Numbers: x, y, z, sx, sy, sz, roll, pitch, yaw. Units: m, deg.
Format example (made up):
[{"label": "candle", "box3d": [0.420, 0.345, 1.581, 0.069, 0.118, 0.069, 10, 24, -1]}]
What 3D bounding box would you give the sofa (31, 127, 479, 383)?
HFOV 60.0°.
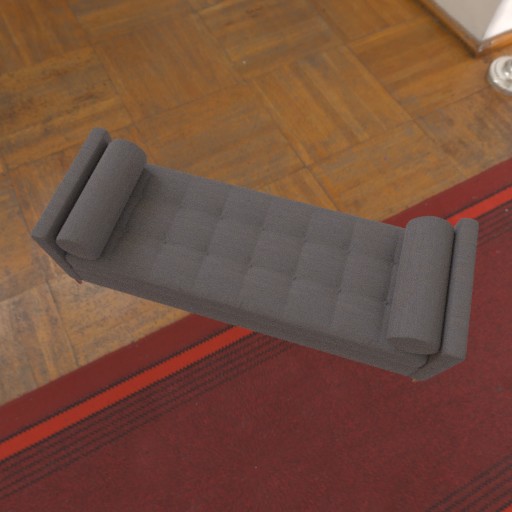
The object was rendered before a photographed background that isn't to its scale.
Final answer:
[{"label": "sofa", "box3d": [0.000, 0.000, 2.321, 1.981, 0.635, 0.686, 15, 65, 7]}]
